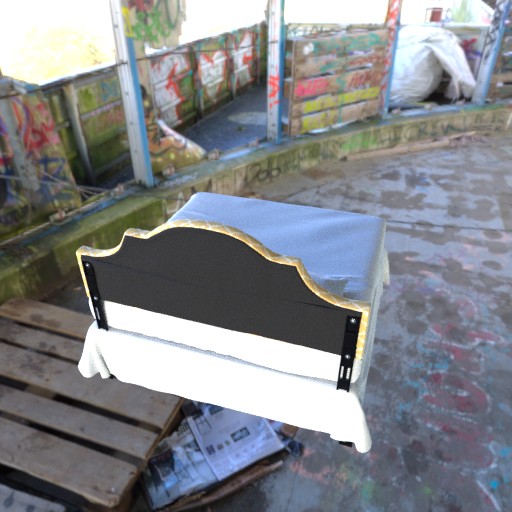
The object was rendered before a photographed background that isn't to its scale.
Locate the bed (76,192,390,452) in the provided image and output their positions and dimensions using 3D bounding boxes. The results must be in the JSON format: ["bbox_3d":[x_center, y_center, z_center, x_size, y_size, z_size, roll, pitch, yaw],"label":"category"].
[{"bbox_3d":[0.000,0.000,3.746,2.314,1.601,2.222,10,34,16],"label":"bed"}]
